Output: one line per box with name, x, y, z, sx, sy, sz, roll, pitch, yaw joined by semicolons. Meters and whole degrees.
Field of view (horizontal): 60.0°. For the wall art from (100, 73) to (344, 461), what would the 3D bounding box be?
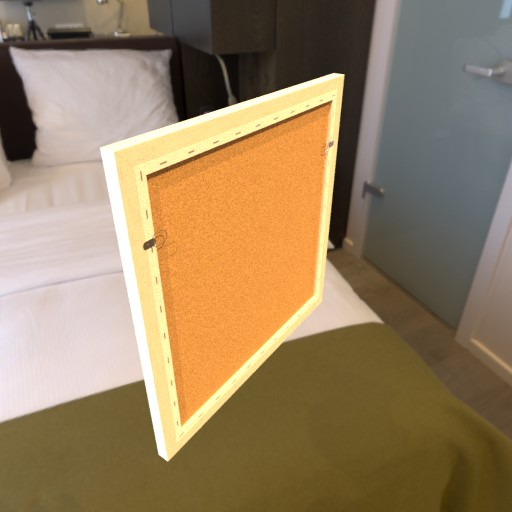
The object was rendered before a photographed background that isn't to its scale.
wall art;0.000;0.000;1.502;0.045;1.016;1.016;21;38;30
